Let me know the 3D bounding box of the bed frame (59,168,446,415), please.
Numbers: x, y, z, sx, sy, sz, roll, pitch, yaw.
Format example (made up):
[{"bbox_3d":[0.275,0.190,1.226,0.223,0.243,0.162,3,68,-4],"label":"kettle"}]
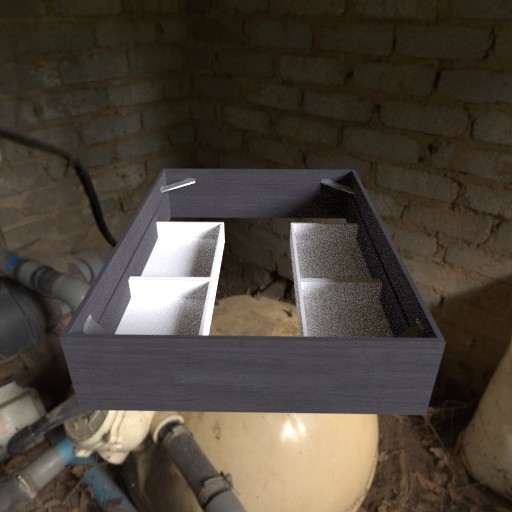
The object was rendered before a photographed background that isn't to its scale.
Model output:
[{"bbox_3d":[0.000,0.000,2.600,1.448,0.459,1.944,1,30,1],"label":"bed frame"}]
